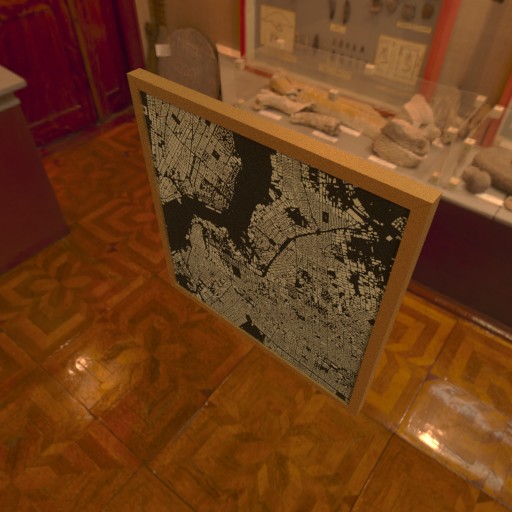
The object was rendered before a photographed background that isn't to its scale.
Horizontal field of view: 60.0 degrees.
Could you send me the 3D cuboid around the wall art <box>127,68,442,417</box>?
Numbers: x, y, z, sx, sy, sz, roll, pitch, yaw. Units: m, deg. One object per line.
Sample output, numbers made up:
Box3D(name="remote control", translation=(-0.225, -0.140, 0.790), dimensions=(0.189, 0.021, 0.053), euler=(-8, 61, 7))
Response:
Box3D(name="wall art", translation=(0.000, 0.000, 2.923), dimensions=(1.926, 1.926, 0.099), euler=(31, 53, 27))
